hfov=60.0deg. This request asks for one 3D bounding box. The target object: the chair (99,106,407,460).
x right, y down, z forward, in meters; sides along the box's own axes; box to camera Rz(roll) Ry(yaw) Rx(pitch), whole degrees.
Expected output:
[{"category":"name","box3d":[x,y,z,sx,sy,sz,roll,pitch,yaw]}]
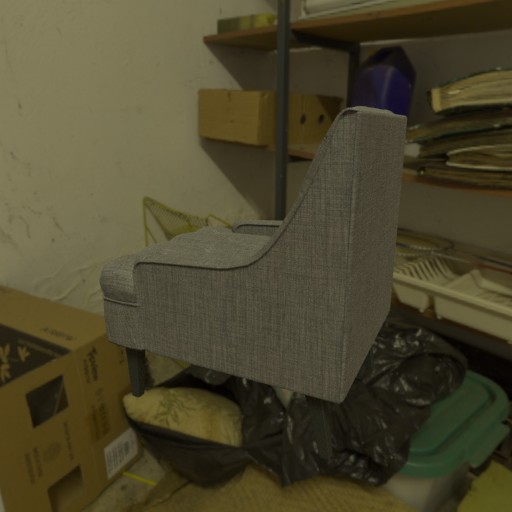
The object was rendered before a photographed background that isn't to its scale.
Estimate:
[{"category":"chair","box3d":[0.000,0.000,1.426,0.771,0.891,0.655,8,18,25]}]
